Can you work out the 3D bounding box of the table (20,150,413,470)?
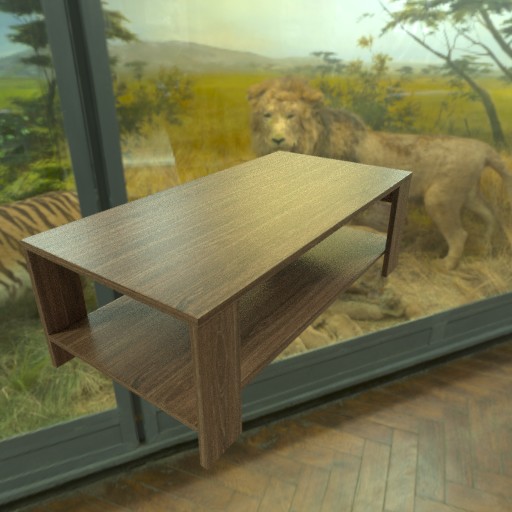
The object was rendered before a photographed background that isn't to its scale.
[{"bbox_3d":[0.000,0.000,1.483,0.600,0.400,1.200,18,31,31],"label":"table"}]
